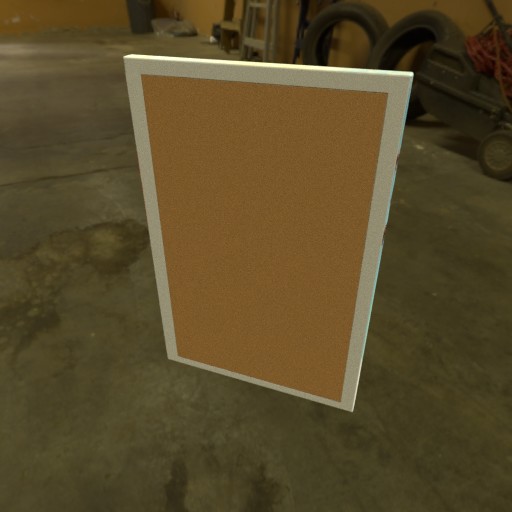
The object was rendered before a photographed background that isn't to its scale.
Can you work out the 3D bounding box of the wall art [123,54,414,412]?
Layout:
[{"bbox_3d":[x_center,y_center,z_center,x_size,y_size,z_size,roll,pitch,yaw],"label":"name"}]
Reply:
[{"bbox_3d":[0.000,0.000,1.133,0.605,0.915,0.037,11,34,17],"label":"wall art"}]
